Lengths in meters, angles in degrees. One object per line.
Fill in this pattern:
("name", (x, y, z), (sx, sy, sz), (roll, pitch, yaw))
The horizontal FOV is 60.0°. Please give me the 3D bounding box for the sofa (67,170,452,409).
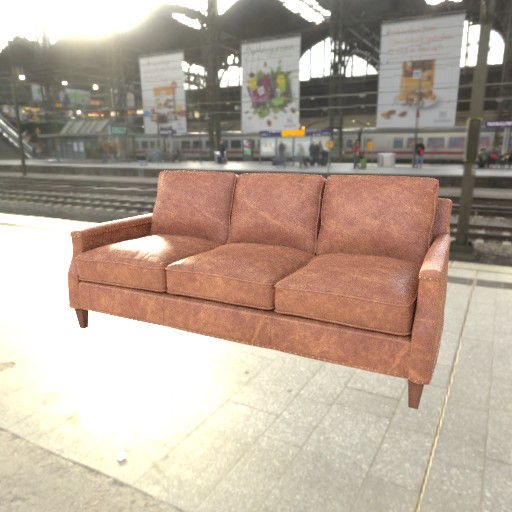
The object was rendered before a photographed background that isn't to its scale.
("sofa", (0.000, 0.000, 2.806), (2.246, 1.003, 1.084), (7, 15, 26))
